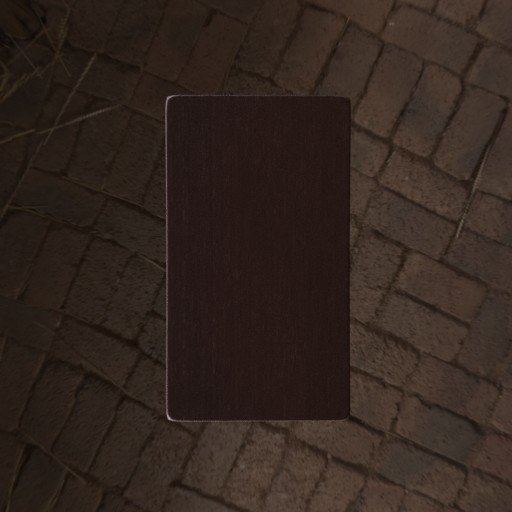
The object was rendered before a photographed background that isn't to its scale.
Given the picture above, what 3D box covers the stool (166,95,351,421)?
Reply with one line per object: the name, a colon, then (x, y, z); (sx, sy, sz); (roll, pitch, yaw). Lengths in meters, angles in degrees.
stool: (0.000, 0.000, 0.854); (0.322, 0.610, 0.406); (0, 91, -1)
